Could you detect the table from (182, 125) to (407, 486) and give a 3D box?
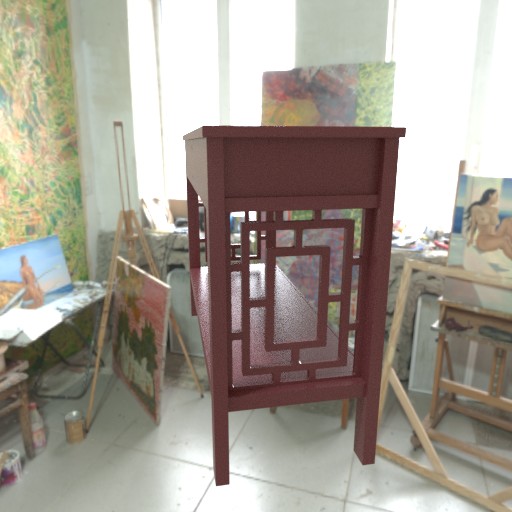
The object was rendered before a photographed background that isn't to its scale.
[{"bbox_3d":[0.000,0.000,1.404,0.397,0.753,1.068,-3,15,-11],"label":"table"}]
